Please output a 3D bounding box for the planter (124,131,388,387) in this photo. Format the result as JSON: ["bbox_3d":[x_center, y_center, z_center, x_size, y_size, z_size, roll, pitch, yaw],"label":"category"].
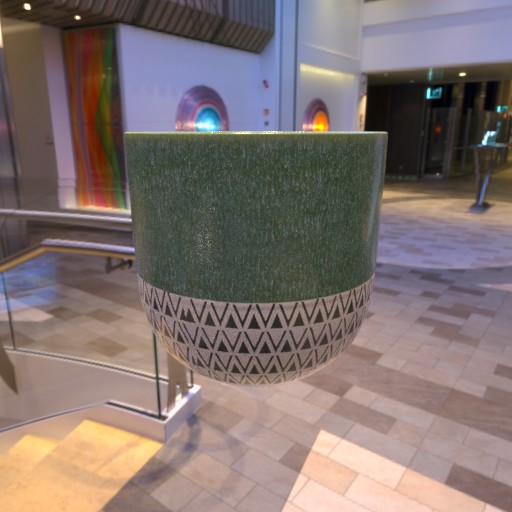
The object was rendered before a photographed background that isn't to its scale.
[{"bbox_3d":[0.000,0.000,0.500,0.266,0.270,0.266,0,16,0],"label":"planter"}]
